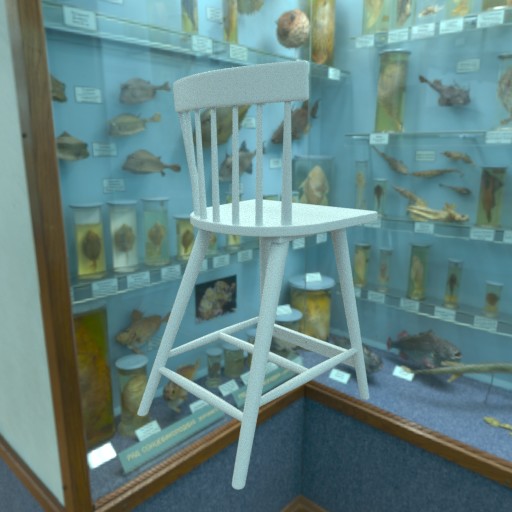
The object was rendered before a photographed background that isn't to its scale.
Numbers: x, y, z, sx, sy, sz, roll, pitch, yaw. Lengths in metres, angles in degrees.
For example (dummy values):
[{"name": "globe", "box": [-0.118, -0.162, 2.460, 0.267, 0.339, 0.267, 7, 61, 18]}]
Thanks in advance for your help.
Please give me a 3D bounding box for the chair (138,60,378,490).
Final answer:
[{"name": "chair", "box": [0.000, 0.000, 1.261, 0.483, 0.952, 0.572, 13, 18, 43]}]
